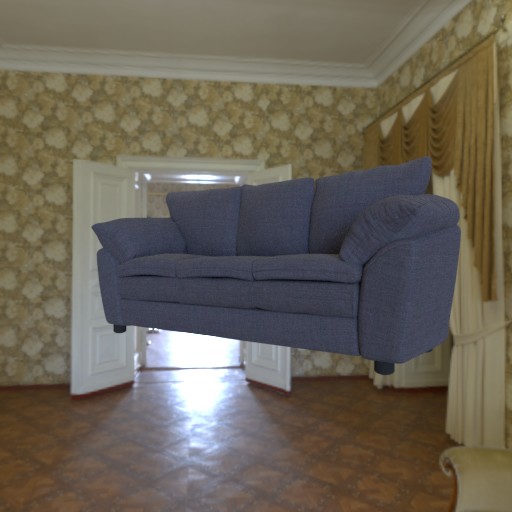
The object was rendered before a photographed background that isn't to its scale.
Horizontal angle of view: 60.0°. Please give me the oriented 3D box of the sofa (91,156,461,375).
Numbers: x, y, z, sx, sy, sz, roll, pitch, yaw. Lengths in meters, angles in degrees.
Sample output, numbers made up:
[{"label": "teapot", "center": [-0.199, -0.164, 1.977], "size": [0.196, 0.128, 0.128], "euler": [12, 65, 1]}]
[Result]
[{"label": "sofa", "center": [0.000, 0.000, 2.828], "size": [2.336, 1.080, 0.883], "euler": [-1, -1, 37]}]
